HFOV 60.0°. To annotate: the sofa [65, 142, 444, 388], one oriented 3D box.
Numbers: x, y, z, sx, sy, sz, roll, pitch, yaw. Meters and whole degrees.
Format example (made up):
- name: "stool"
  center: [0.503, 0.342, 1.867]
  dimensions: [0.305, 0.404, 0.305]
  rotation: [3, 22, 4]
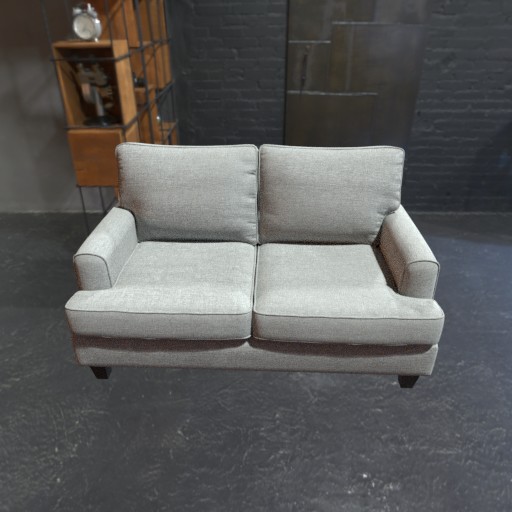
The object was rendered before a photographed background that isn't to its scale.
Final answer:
- name: "sofa"
  center: [0.000, 0.000, 2.245]
  dimensions: [1.651, 0.965, 0.965]
  rotation: [1, 29, 2]
